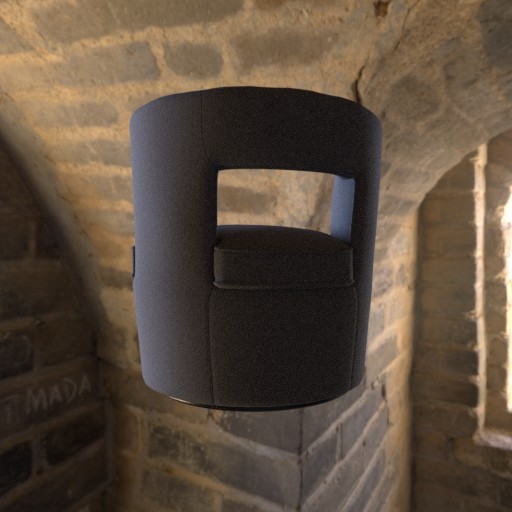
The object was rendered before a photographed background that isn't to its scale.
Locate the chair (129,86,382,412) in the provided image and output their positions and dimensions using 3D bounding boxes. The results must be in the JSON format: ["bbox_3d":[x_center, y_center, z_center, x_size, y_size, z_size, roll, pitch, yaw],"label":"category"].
[{"bbox_3d":[0.000,0.000,1.250,0.689,0.719,0.660,0,0,-17],"label":"chair"}]
